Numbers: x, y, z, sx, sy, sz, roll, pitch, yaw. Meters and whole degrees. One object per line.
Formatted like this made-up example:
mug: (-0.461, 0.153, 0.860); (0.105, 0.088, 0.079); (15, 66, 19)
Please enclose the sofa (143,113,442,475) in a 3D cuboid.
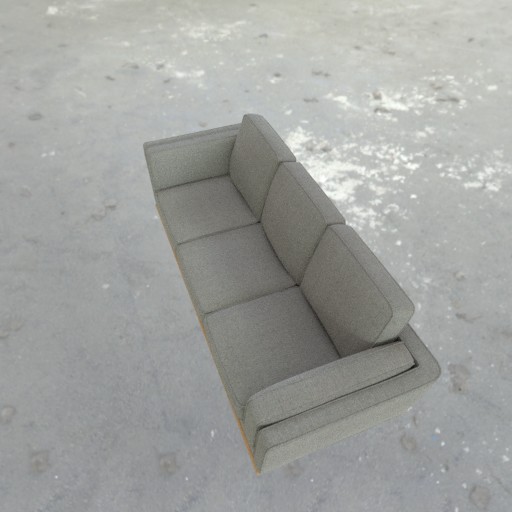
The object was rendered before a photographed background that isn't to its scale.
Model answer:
sofa: (0.000, 0.000, 2.749); (0.903, 0.899, 2.362); (-16, 49, -15)
